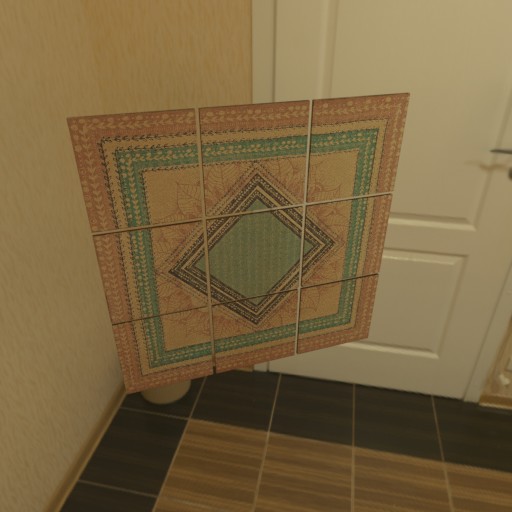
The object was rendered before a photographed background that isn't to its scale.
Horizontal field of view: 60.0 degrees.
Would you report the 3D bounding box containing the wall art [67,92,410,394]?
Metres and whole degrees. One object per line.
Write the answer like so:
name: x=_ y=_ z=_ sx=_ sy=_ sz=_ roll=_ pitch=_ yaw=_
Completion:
wall art: x=0.000 y=0.000 z=1.827 sx=1.215 sy=1.213 sz=0.013 roll=-9 pitch=33 yaw=-15
